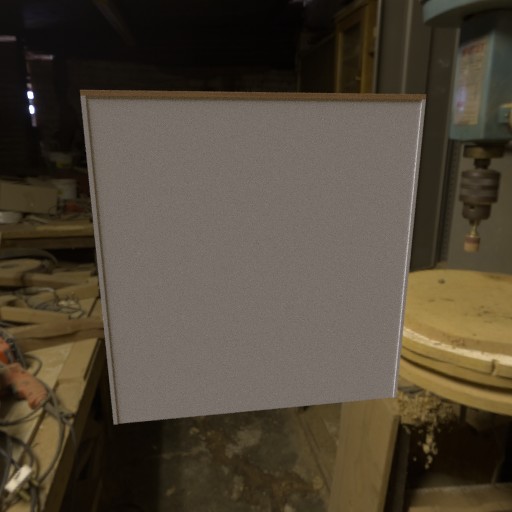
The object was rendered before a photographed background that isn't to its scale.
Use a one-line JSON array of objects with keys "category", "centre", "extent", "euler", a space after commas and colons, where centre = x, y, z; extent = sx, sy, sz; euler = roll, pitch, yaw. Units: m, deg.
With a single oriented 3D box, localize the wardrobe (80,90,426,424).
[{"category": "wardrobe", "centre": [0.000, 0.000, 3.322], "extent": [2.160, 2.260, 0.590], "euler": [-2, 16, -9]}]
